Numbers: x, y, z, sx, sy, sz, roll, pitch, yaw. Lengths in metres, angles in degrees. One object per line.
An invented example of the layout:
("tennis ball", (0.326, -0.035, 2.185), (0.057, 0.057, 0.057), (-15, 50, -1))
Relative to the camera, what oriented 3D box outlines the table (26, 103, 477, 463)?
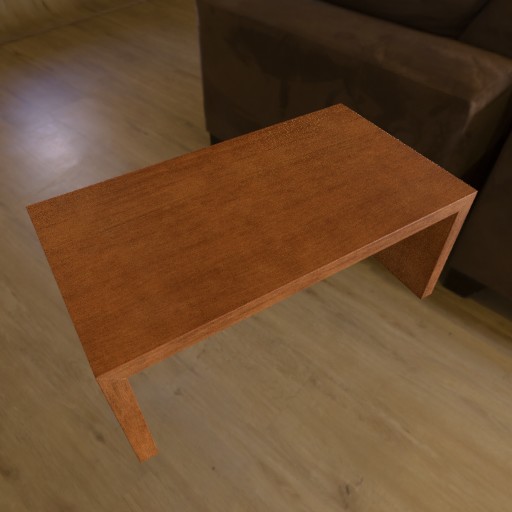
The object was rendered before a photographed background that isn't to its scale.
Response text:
("table", (0.000, 0.000, 1.267), (1.000, 0.419, 0.549), (-24, 51, -21))
